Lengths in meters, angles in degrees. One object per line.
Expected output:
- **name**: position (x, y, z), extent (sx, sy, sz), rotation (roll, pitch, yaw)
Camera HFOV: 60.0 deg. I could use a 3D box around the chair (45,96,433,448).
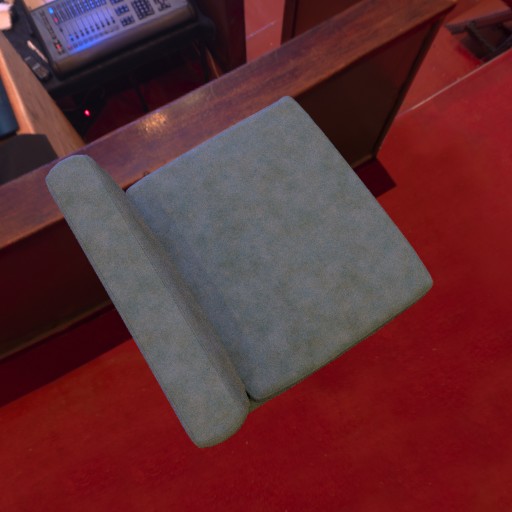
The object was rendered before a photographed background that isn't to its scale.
- **chair**: position (0.000, 0.000, 1.213), extent (0.685, 0.660, 0.684), rotation (-32, 77, -9)
